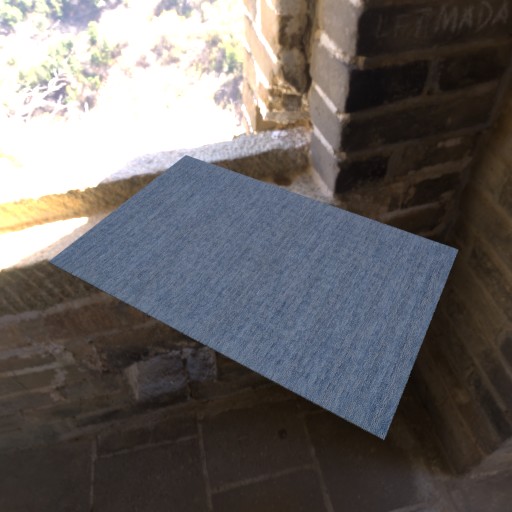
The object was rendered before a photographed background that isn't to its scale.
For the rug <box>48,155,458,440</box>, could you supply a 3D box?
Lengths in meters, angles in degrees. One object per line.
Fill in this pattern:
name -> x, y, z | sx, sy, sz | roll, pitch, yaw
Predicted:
rug -> 0.000, 0.000, 2.262 | 1.752, 0.006, 1.142 | 23, 49, 21
